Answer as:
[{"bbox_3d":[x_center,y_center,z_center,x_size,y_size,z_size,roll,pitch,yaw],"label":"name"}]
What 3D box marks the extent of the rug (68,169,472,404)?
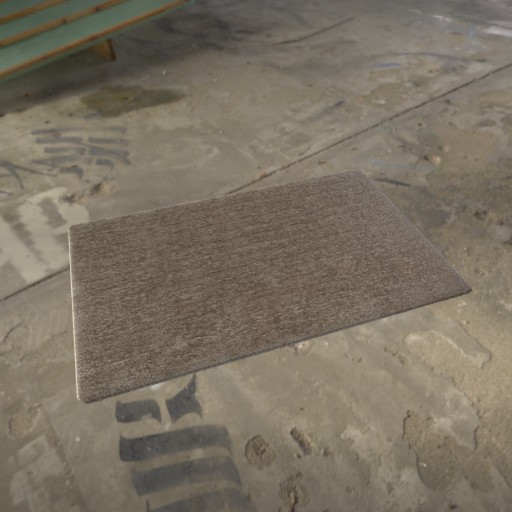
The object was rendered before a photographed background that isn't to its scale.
[{"bbox_3d":[0.000,0.000,3.102,2.469,0.024,1.539,-13,45,-14],"label":"rug"}]
